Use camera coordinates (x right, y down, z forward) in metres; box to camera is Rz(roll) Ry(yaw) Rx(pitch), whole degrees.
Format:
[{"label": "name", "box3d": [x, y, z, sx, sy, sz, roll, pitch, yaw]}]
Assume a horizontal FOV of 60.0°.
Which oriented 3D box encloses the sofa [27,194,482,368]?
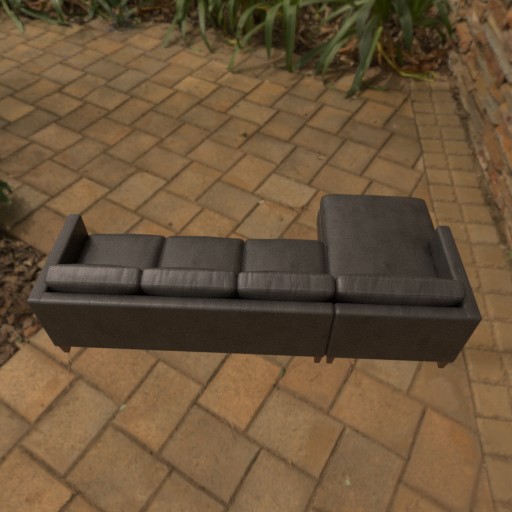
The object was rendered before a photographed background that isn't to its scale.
[{"label": "sofa", "box3d": [0.000, 0.000, 3.840, 3.203, 0.883, 1.581, 2, 48, 2]}]
